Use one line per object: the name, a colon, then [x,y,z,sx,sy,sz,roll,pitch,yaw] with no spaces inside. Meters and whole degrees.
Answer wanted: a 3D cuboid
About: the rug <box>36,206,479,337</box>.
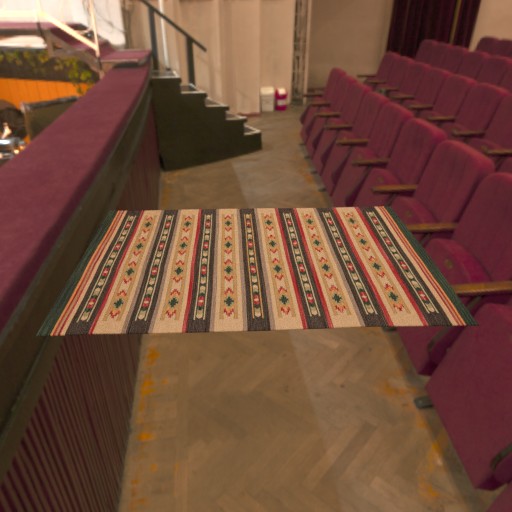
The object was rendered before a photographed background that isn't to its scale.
rug: [0.000,0.000,2.339,1.825,0.009,1.221,-1,30,-2]
